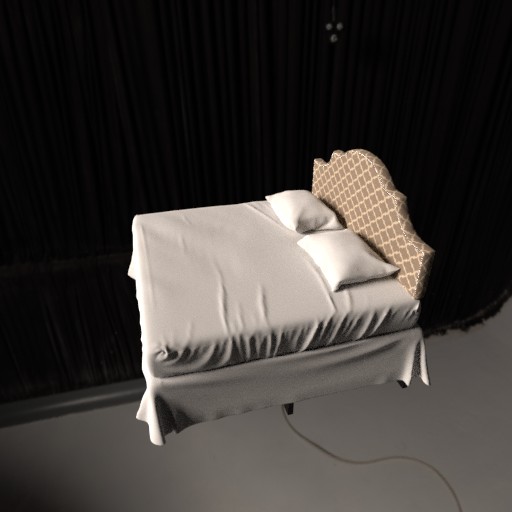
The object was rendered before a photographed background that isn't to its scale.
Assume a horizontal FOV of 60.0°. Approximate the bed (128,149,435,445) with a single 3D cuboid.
[{"bbox_3d":[0.000,0.000,3.742,2.222,1.601,2.314,-8,32,-13],"label":"bed"}]
